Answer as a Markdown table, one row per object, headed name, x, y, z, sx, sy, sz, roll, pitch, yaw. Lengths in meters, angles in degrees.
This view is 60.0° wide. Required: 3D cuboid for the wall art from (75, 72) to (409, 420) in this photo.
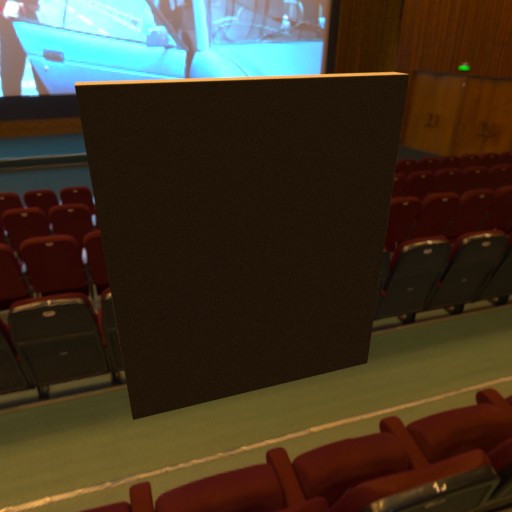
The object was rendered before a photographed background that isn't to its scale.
| name | x | y | z | sx | sy | sz | roll | pitch | yaw |
| --- | --- | --- | --- | --- | --- | --- | --- | --- | --- |
| wall art | 0.000 | 0.000 | 0.682 | 0.435 | 0.511 | 0.037 | -9 | 28 | -16 |
